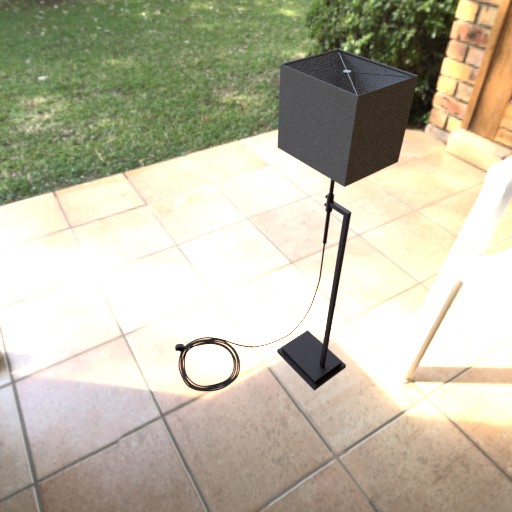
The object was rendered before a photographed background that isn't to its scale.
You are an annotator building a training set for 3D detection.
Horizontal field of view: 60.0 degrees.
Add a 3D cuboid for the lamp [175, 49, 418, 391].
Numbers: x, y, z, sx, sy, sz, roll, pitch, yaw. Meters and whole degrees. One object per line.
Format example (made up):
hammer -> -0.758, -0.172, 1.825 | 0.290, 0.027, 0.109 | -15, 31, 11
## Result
lamp -> 0.000, 0.000, 1.972 | 0.774, 1.600, 0.698 | -27, 48, -27
